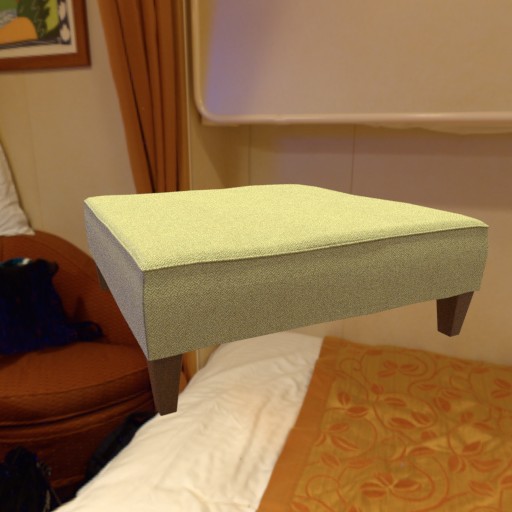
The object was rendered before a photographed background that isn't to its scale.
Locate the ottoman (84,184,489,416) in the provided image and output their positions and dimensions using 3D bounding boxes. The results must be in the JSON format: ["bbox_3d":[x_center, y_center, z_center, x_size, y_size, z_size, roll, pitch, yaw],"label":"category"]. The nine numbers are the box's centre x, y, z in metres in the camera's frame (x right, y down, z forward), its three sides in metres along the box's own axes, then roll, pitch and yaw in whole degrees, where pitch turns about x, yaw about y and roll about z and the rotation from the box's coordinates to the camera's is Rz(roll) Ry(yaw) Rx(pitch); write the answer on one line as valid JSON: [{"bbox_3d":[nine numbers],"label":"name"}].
[{"bbox_3d":[0.000,0.000,1.485,0.968,0.379,1.004,-7,17,-25],"label":"ottoman"}]
